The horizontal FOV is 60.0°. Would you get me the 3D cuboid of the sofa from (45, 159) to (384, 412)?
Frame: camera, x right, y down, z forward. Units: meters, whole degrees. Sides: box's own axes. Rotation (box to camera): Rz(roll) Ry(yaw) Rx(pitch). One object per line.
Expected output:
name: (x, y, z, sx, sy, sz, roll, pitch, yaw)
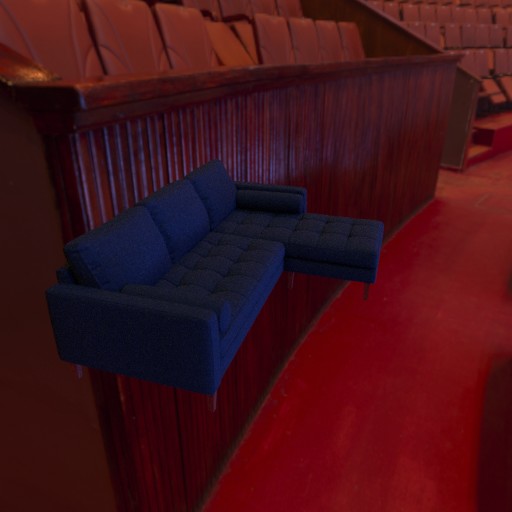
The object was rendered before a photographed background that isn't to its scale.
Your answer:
sofa: (0.000, 0.000, 3.043, 1.613, 0.841, 2.185, 8, 27, 16)
